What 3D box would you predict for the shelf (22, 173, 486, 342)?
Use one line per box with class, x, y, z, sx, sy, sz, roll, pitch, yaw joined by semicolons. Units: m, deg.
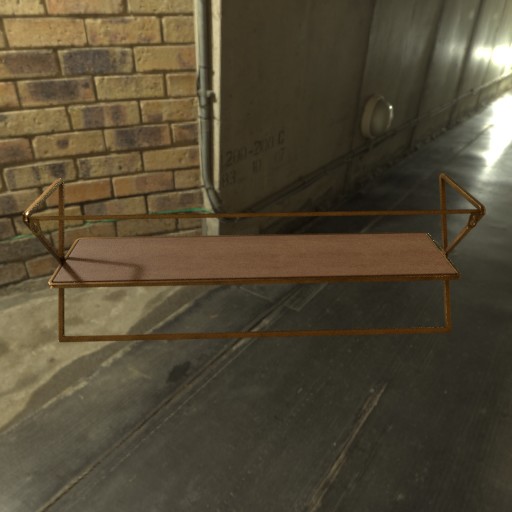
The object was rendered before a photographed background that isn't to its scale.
shelf;0.000;0.000;0.735;0.645;0.229;0.150;-1;30;-2
